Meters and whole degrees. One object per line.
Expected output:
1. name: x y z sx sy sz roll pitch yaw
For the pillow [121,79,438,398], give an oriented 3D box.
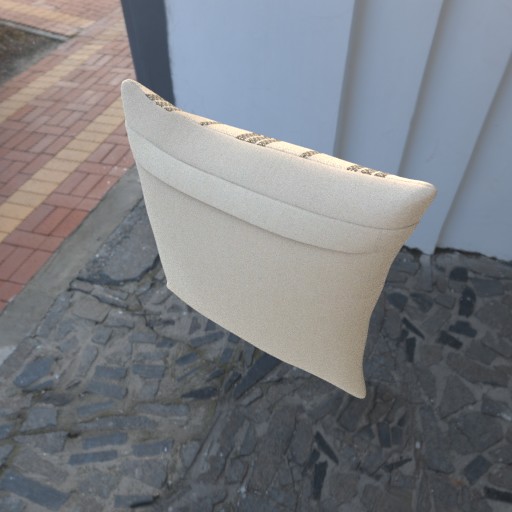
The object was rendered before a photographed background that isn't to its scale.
1. pillow: 0.000 0.000 0.622 0.405 0.406 0.173 26 51 23
